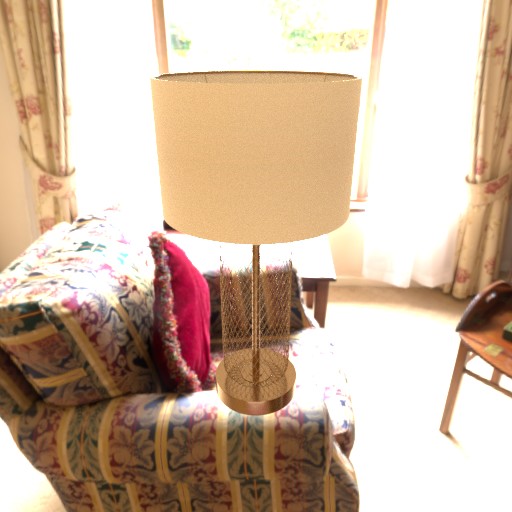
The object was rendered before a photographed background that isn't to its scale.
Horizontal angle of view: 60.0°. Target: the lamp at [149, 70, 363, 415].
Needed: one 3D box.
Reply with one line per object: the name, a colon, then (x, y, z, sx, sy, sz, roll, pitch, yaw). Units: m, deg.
lamp: (0.000, 0.000, 0.639, 0.252, 0.483, 0.252, -18, 31, -33)
